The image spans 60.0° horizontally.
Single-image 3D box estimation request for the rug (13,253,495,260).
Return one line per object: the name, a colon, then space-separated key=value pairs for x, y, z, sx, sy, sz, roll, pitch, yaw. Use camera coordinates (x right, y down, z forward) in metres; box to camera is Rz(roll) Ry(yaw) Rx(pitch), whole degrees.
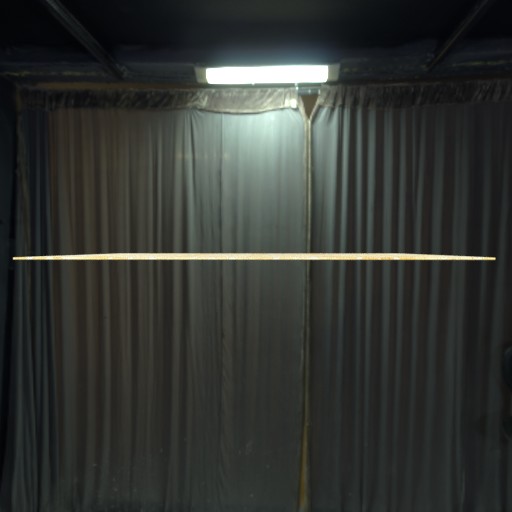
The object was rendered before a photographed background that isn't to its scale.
rug: x=0.000 y=0.000 z=2.275 sx=1.829 sy=0.010 sz=1.213 roll=0 pitch=1 yaw=1
